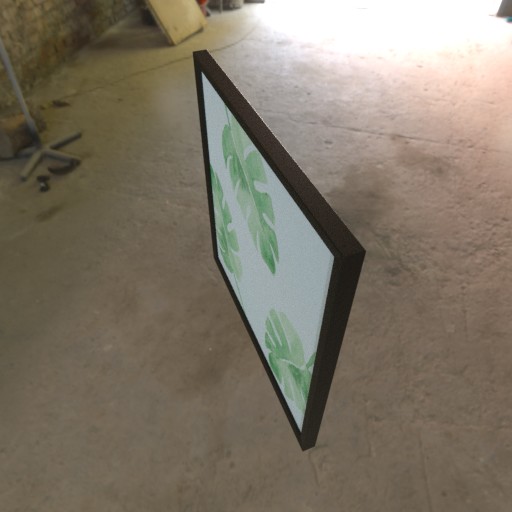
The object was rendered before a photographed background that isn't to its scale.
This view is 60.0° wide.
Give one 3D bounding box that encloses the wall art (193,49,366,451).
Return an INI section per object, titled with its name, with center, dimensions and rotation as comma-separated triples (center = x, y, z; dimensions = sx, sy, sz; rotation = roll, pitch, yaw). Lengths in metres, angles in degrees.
[wall art]
center = 0.000, 0.000, 1.158
dimensions = 0.038, 0.765, 0.765
rotation = -16, 49, -15
